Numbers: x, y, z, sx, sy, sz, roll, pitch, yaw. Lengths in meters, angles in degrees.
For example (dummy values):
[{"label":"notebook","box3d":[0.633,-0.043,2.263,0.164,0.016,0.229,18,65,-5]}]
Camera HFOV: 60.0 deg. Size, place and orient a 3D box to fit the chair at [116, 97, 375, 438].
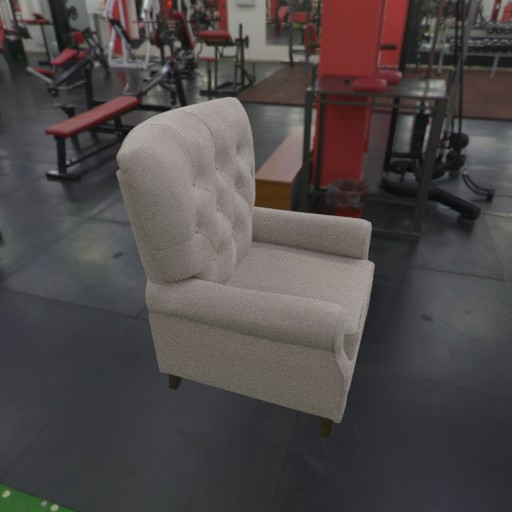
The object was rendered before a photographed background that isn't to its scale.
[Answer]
[{"label":"chair","box3d":[0.000,0.000,1.984,1.025,1.209,0.942,11,33,17]}]
